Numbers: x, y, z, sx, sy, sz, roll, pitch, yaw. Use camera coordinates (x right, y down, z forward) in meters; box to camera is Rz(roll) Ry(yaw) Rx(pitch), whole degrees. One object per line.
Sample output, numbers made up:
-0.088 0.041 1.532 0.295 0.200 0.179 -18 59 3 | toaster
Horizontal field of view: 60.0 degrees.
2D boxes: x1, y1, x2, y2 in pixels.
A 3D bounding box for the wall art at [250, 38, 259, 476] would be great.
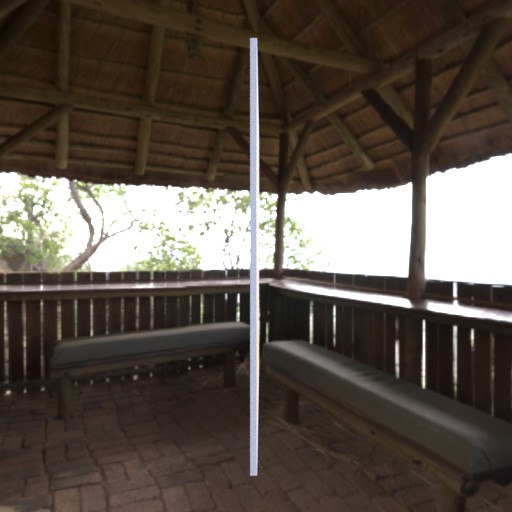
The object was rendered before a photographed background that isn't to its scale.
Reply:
0.000 0.000 0.845 0.009 0.559 0.558 0 0 1 | wall art
